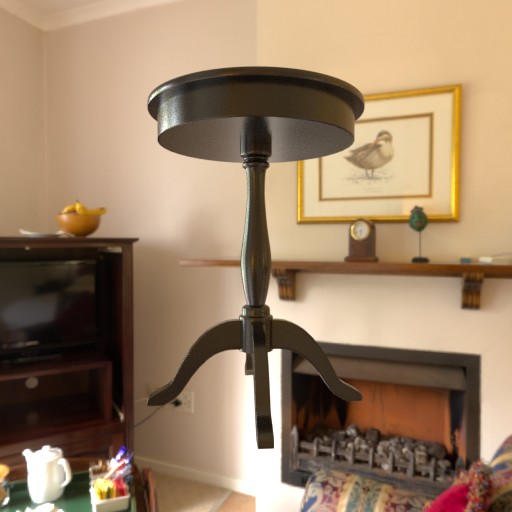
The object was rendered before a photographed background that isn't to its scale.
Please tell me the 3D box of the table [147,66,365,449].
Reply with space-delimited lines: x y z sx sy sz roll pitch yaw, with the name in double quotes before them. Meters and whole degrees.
"table" 0.000 0.000 1.006 0.481 0.665 0.481 0 1 0
